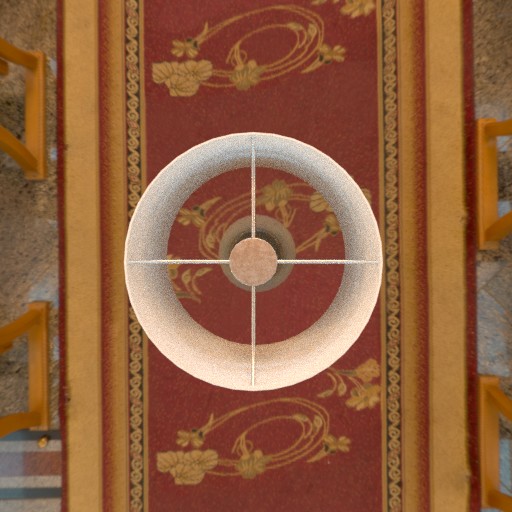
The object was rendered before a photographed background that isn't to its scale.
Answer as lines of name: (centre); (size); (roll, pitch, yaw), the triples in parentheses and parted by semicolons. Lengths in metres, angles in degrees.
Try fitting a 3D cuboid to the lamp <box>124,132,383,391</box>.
lamp: (0.000, 0.000, 0.464); (0.186, 0.369, 0.186); (0, 91, 1)
